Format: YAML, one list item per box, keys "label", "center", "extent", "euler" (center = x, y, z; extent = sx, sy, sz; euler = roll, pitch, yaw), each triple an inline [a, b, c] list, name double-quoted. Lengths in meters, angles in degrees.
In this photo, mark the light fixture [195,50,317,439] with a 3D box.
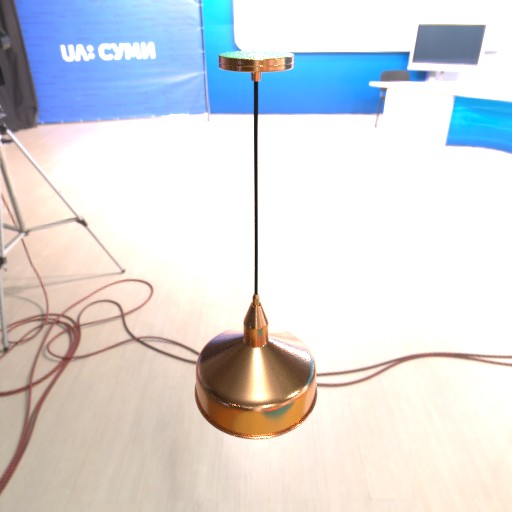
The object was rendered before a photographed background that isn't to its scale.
- label: "light fixture"
  center: [0.000, 0.000, 0.906]
  extent: [0.301, 0.754, 0.301]
  euler: [-22, 37, -33]
